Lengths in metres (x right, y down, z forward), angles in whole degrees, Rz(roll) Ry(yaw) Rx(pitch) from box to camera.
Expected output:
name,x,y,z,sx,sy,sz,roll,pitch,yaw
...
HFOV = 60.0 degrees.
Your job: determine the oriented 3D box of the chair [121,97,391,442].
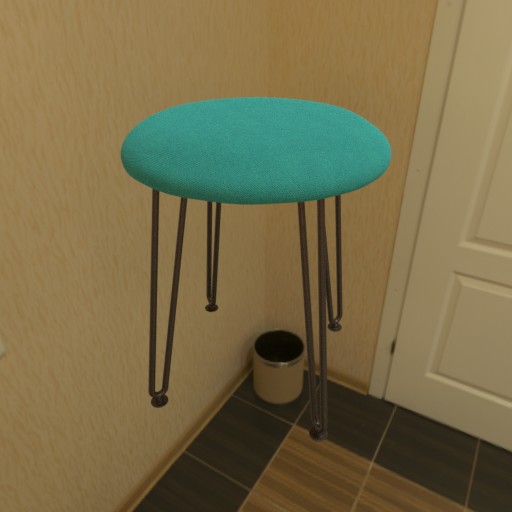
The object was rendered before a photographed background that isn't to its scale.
name,x,y,z,sx,sy,sz,roll,pitch,yaw
chair,0.000,0.000,0.679,0.350,0.430,0.350,1,30,2
